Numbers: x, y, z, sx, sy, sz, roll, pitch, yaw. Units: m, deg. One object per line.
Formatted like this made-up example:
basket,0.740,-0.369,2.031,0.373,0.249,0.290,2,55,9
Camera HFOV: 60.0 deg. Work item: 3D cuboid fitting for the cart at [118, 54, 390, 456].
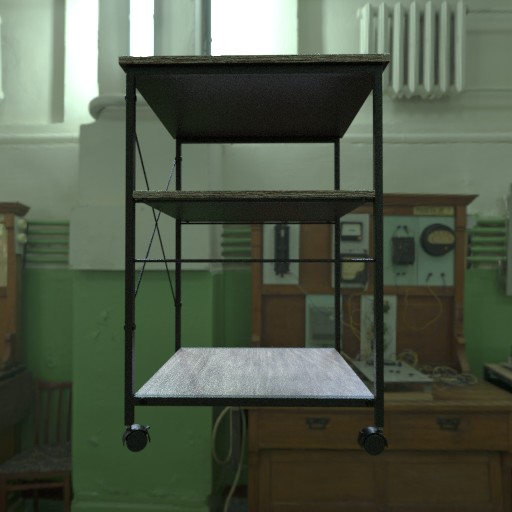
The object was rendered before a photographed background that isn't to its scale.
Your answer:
cart,0.000,0.000,1.102,0.520,0.762,0.521,0,-1,1
